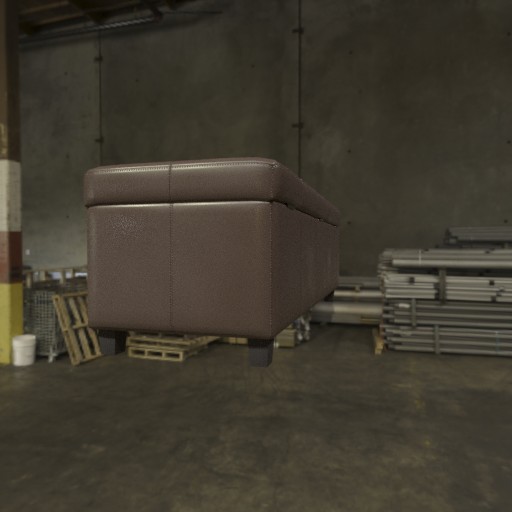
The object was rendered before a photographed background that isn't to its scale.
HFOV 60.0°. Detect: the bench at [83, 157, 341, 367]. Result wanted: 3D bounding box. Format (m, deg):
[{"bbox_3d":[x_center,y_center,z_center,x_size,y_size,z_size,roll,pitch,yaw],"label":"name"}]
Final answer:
[{"bbox_3d":[0.000,0.000,1.468,0.450,0.417,1.219,0,1,16],"label":"bench"}]
